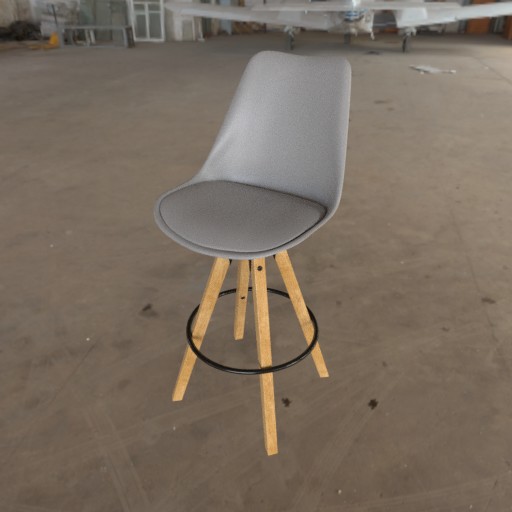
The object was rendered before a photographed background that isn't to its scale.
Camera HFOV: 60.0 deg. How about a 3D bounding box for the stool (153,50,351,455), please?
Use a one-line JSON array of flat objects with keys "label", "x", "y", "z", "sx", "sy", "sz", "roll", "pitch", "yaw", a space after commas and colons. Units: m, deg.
[{"label": "stool", "x": 0.000, "y": 0.000, "z": 1.387, "sx": 0.485, "sy": 1.115, "sz": 0.550, "roll": 18, "pitch": 35, "yaw": 28}]
